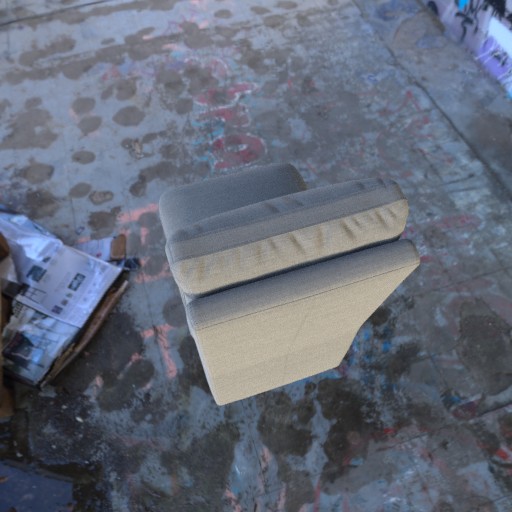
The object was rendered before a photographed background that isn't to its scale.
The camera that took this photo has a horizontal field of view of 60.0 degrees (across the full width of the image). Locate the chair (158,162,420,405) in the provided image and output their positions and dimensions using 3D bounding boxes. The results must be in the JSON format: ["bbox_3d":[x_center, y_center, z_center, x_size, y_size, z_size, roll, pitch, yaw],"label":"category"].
[{"bbox_3d":[0.000,0.000,1.344,0.503,0.927,0.698,-16,59,-10],"label":"chair"}]
